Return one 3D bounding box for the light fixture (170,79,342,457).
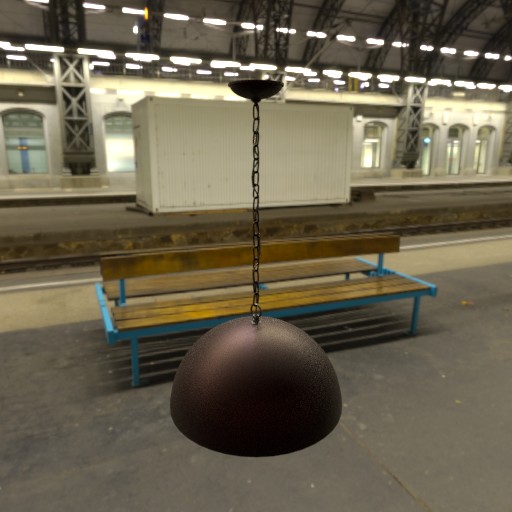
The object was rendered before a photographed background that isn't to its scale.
[{"bbox_3d":[0.000,0.000,1.190,0.492,0.869,0.492,13,18,43],"label":"light fixture"}]
